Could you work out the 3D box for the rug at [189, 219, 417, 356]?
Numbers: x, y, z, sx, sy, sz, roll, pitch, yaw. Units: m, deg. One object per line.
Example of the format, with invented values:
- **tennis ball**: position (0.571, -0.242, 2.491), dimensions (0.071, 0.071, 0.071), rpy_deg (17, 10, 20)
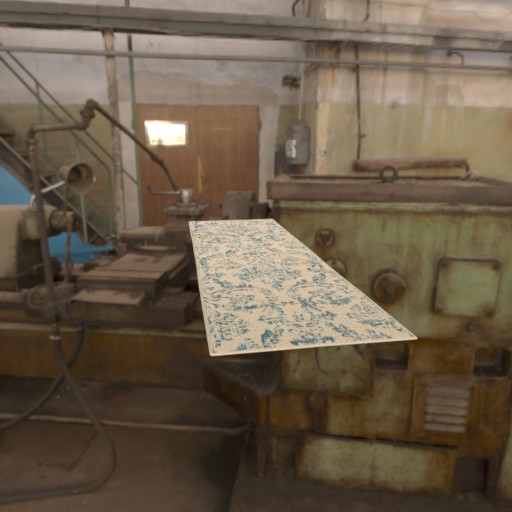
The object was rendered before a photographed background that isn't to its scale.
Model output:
- **rug**: position (0.000, 0.000, 2.402), dimensions (0.662, 0.011, 2.196), rpy_deg (-3, 15, -10)
